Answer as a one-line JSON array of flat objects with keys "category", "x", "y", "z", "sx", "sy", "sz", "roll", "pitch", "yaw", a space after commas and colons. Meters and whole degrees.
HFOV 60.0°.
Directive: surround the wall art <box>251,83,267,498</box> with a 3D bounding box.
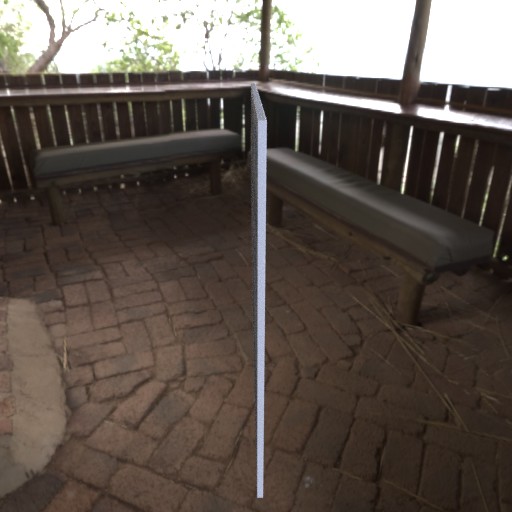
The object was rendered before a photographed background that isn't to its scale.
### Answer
[{"category": "wall art", "x": 0.000, "y": 0.000, "z": 0.816, "sx": 0.009, "sy": 0.559, "sz": 0.558, "roll": -1, "pitch": 25, "yaw": -1}]
